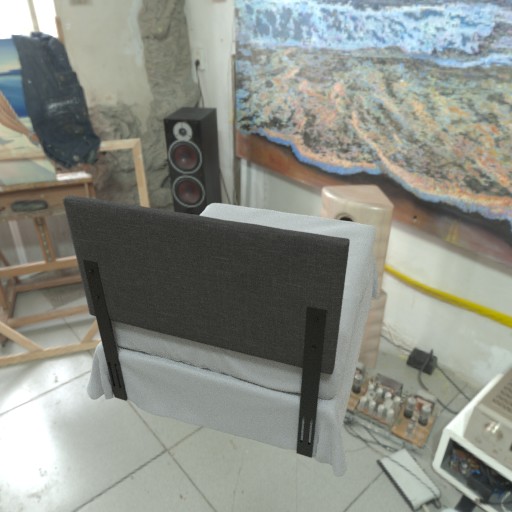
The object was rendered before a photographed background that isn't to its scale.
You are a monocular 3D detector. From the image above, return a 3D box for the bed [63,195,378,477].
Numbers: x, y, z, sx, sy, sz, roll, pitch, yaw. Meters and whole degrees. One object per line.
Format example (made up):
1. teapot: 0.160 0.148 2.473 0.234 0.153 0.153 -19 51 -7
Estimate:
1. bed: 0.000 0.000 3.498 1.936 1.577 2.222 10 32 17
